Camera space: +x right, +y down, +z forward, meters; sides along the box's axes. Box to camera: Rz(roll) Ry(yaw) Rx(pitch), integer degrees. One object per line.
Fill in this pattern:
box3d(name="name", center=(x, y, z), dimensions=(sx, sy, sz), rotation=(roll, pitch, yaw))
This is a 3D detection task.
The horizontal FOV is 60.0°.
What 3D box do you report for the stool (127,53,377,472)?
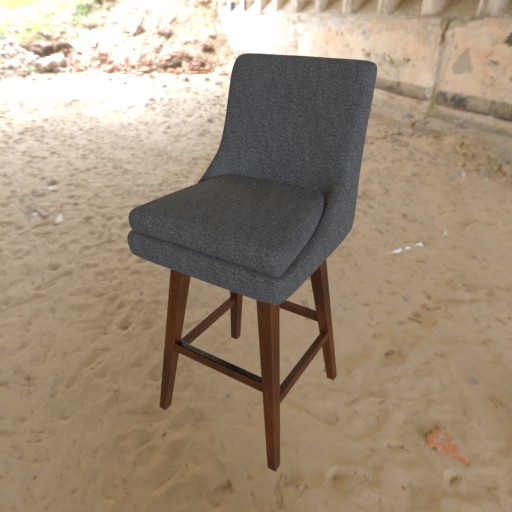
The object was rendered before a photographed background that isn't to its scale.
box3d(name="stool", center=(0.000, 0.000, 1.341), dimensions=(0.489, 1.068, 0.572), rotation=(17, 34, 27))
